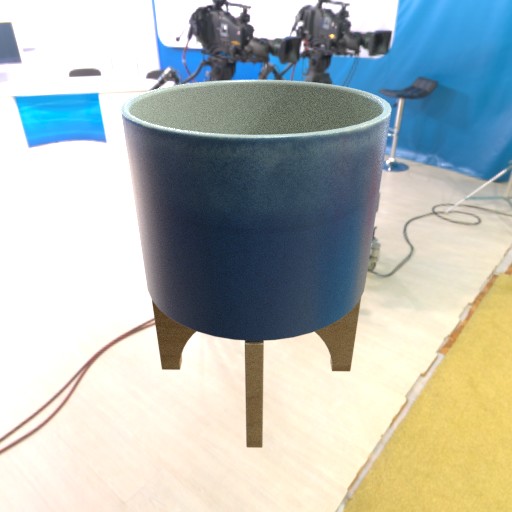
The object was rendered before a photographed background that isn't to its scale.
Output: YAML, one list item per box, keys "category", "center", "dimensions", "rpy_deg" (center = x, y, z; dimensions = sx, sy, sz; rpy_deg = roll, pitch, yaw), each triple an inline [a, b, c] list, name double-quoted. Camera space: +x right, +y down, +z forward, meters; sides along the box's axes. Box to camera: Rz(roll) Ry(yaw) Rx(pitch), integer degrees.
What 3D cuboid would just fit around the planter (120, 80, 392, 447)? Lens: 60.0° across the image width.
- category: "planter"
  center: [0.000, 0.000, 0.391]
  dimensions: [0.192, 0.263, 0.192]
  rpy_deg: [0, 30, 0]
